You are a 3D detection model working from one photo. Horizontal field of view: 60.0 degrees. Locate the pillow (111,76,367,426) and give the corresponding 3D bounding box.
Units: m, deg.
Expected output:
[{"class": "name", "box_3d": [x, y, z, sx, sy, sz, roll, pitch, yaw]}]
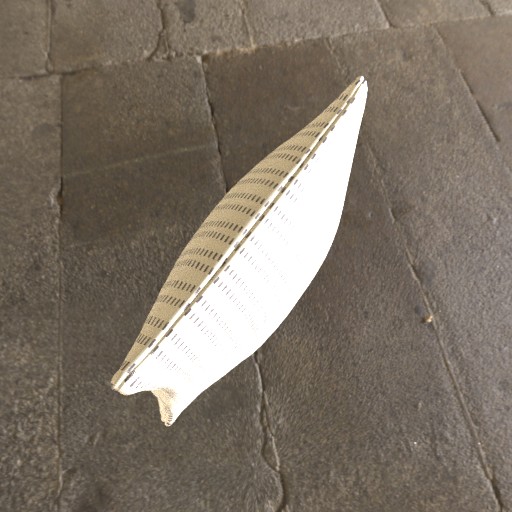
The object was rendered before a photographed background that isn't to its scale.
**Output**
[{"class": "pillow", "box_3d": [0.000, 0.000, 0.800, 0.210, 0.353, 0.640, 32, 68, 14]}]
